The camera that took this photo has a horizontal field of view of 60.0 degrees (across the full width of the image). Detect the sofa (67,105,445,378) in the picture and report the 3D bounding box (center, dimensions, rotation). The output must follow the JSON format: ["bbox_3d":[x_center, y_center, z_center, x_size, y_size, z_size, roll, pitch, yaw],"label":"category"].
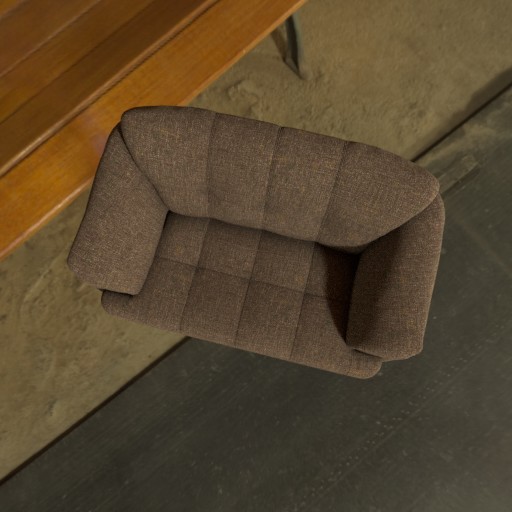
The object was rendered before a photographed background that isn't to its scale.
[{"bbox_3d":[0.000,0.000,1.944,1.404,0.895,0.799,13,76,3],"label":"sofa"}]
